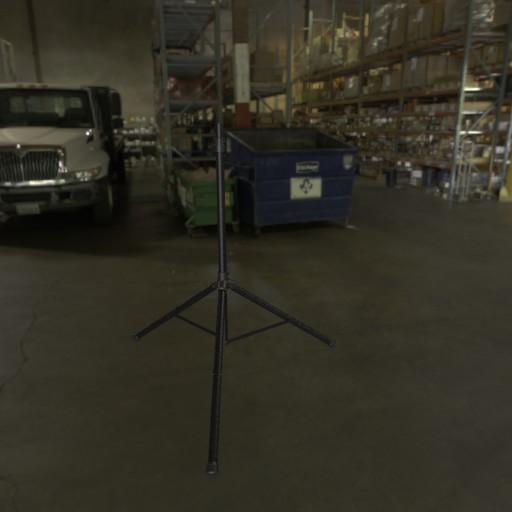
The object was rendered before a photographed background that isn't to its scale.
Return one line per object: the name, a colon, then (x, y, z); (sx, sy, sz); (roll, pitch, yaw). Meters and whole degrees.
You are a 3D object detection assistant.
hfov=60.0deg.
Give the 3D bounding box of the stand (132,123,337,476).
stand: (0.000, 0.000, 2.777); (1.339, 1.595, 1.596); (-8, 18, -25)
